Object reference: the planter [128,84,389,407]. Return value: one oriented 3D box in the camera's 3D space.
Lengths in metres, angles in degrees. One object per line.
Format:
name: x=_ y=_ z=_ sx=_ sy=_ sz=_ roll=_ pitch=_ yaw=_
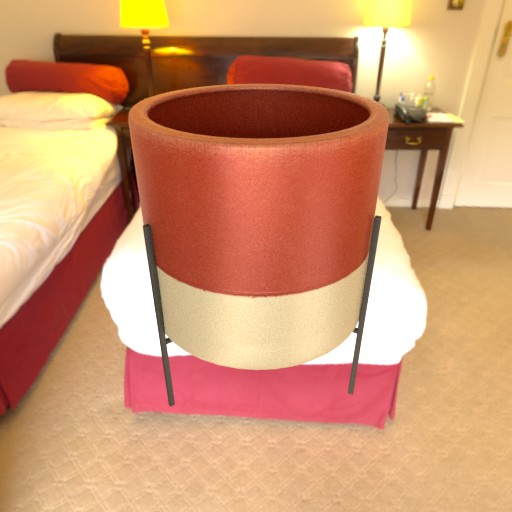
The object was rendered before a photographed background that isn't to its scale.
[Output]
planter: x=0.000 y=0.000 z=0.711 sx=0.354 sy=0.465 sz=0.345 roll=-20 pitch=36 yaw=-29
